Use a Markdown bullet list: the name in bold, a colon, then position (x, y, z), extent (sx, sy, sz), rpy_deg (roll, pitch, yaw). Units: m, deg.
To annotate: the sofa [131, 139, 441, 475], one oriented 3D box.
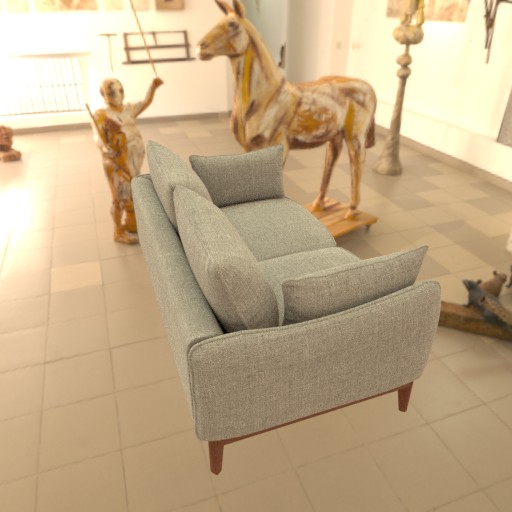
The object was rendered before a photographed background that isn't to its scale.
- **sofa**: position (0.000, 0.000, 2.123), extent (0.972, 0.851, 1.580), rpy_deg (-11, 32, -17)
